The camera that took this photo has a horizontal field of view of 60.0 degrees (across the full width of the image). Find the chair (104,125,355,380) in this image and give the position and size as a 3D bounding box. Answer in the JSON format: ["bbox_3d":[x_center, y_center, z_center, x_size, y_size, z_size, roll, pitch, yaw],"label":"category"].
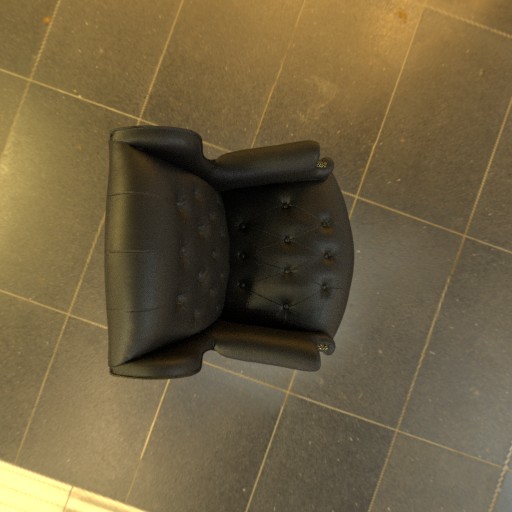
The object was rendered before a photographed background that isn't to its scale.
[{"bbox_3d":[0.000,0.000,1.685,0.822,1.133,0.831,0,89,-1],"label":"chair"}]
